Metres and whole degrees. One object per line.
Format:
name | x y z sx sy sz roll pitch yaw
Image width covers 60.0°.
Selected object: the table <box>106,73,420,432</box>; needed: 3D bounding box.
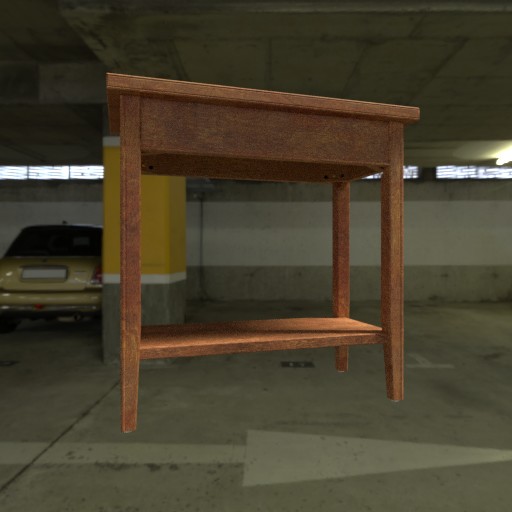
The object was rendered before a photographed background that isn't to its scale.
table | 0.000 0.000 0.968 0.610 0.610 0.305 0 1 -17
